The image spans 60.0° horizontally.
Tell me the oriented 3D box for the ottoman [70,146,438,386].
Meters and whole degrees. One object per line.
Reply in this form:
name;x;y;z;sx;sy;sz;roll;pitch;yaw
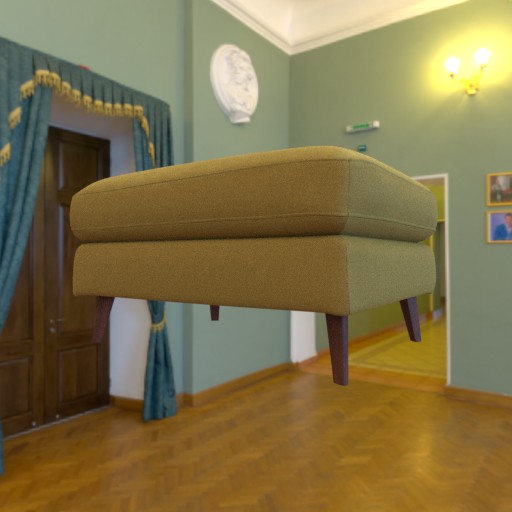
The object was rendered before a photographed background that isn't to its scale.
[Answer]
ottoman;0.000;0.000;1.168;0.811;0.449;0.608;0;0;35
